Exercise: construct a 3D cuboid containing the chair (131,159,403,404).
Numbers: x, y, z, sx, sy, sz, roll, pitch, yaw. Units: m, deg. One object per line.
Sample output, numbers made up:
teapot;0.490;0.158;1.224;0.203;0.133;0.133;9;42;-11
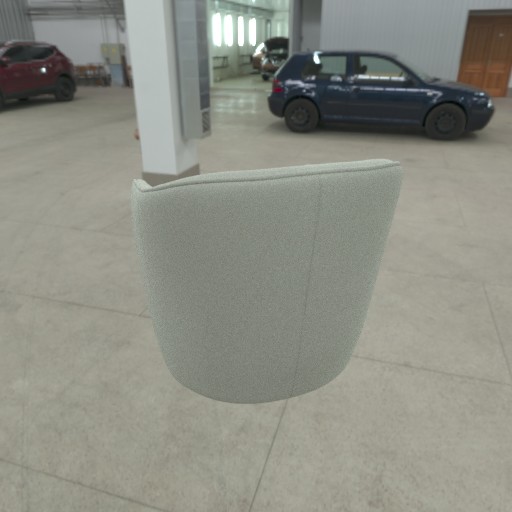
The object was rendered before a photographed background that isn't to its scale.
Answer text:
chair;0.000;0.000;1.470;0.747;0.799;0.875;-8;27;-16
